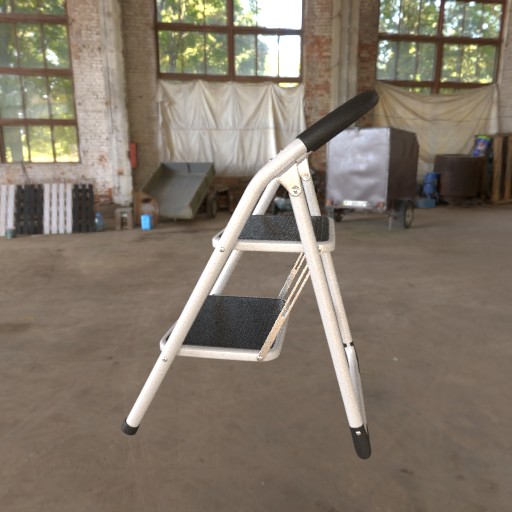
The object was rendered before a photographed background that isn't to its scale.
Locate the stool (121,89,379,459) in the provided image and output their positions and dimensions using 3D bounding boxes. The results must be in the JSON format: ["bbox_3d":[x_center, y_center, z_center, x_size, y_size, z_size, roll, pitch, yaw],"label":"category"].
[{"bbox_3d":[0.000,0.000,1.093,0.559,0.760,0.453,2,14,9],"label":"stool"}]
